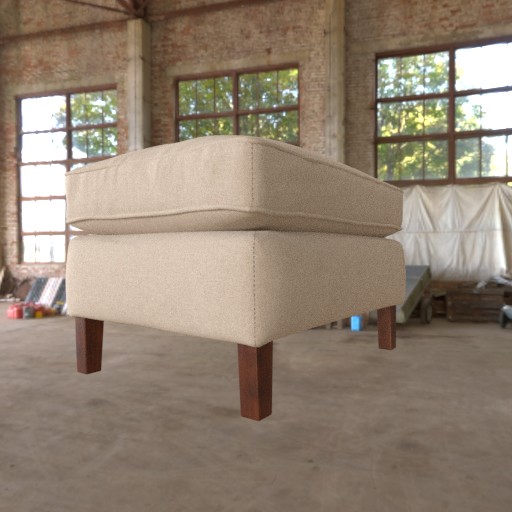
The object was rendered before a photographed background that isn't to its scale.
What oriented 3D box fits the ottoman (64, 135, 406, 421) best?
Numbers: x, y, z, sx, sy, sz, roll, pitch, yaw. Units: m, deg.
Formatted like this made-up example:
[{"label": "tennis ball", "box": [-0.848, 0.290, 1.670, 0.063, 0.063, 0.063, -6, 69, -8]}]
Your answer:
[{"label": "ottoman", "box": [0.000, 0.000, 0.984, 0.501, 0.456, 0.665, 0, 1, 36]}]
